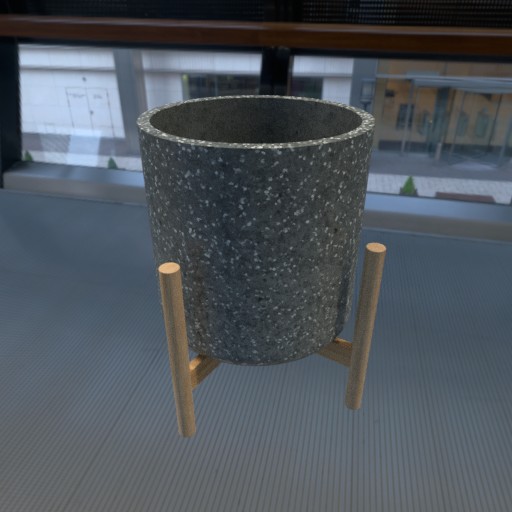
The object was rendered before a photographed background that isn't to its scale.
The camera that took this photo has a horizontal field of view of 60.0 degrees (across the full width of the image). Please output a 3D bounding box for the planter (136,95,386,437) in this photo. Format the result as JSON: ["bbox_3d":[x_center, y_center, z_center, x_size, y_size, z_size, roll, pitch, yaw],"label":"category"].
[{"bbox_3d":[0.000,0.000,0.679,0.360,0.419,0.360,-18,34,-29],"label":"planter"}]
